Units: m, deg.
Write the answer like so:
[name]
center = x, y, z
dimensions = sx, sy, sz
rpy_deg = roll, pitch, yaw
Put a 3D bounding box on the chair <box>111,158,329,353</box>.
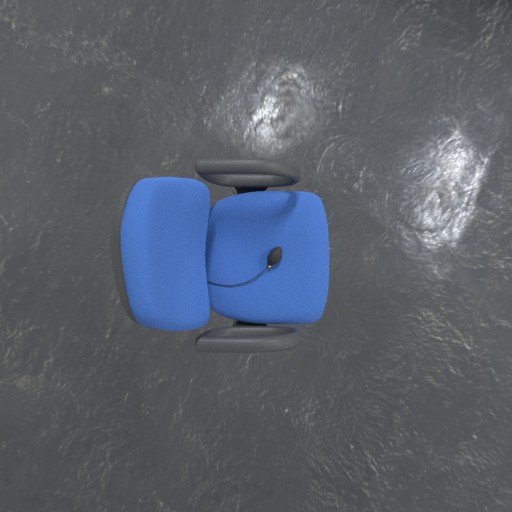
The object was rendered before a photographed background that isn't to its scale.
[chair]
center = 0.000, 0.000, 1.223
dimensions = 0.549, 0.905, 0.552
rpy_deg = 0, 89, -1
